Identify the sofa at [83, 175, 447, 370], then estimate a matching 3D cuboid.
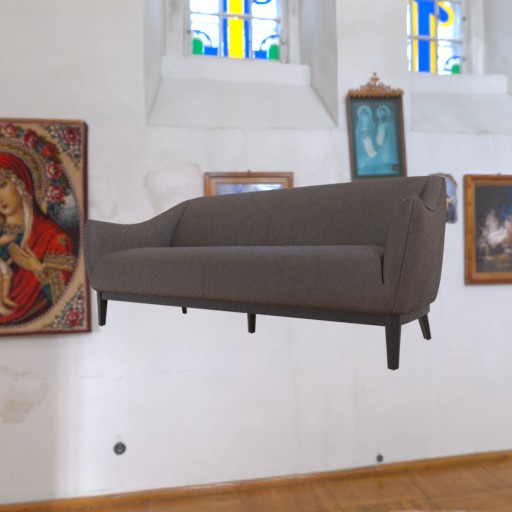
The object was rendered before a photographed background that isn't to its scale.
[{"bbox_3d":[0.000,0.000,2.409,1.928,0.831,0.869,0,0,35],"label":"sofa"}]
